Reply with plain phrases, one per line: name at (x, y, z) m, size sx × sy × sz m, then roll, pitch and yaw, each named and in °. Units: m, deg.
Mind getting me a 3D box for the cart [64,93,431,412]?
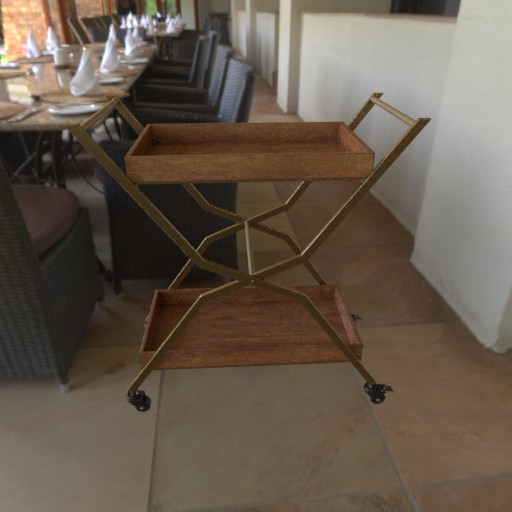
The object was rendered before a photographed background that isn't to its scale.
cart at (0.000, 0.000, 1.330) m, size 0.836 × 0.869 × 0.405 m, roll -2°, pitch 29°, yaw -3°
